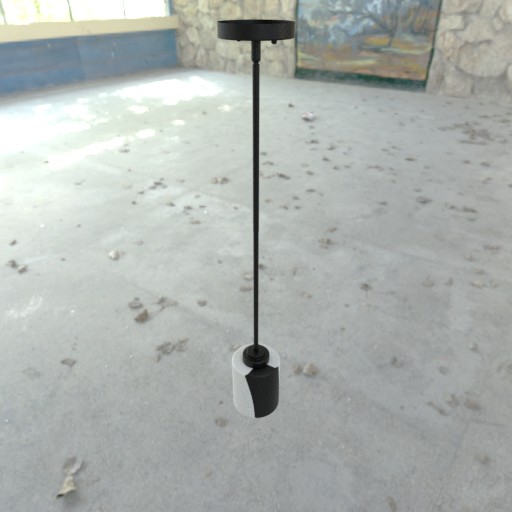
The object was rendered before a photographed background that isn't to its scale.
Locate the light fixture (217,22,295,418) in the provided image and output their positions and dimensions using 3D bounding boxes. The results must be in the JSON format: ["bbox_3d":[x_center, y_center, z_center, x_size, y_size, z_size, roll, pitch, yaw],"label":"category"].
[{"bbox_3d":[0.000,0.000,0.922,0.123,0.863,0.123,21,37,31],"label":"light fixture"}]
